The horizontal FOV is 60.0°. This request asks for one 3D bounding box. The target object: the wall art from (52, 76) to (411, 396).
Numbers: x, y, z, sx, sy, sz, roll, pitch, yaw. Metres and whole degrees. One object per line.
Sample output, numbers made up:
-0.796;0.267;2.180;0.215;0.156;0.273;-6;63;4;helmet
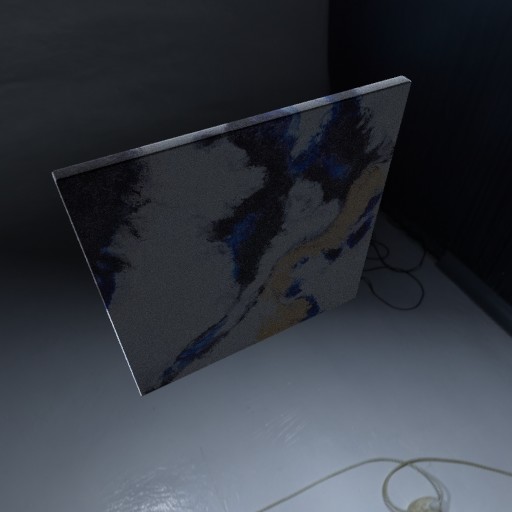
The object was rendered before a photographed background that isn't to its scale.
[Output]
0.000;0.000;1.317;0.887;0.885;0.038;-21;50;-19;wall art
